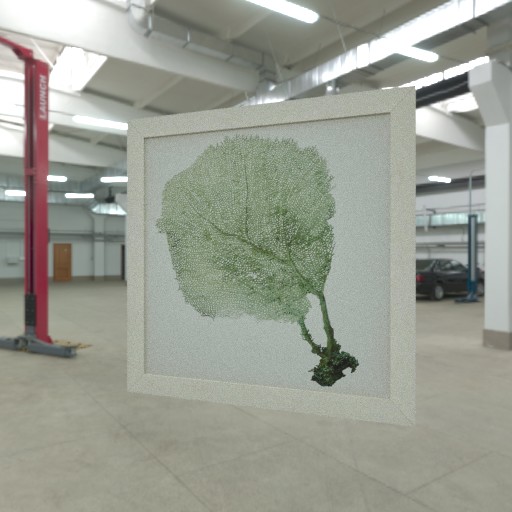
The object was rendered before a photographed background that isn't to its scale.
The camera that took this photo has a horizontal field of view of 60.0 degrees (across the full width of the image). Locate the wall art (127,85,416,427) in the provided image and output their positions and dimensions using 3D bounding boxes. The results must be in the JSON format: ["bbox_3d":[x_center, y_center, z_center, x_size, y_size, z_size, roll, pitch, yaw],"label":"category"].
[{"bbox_3d":[0.000,0.000,0.865,0.584,0.584,0.013,0,0,20],"label":"wall art"}]
